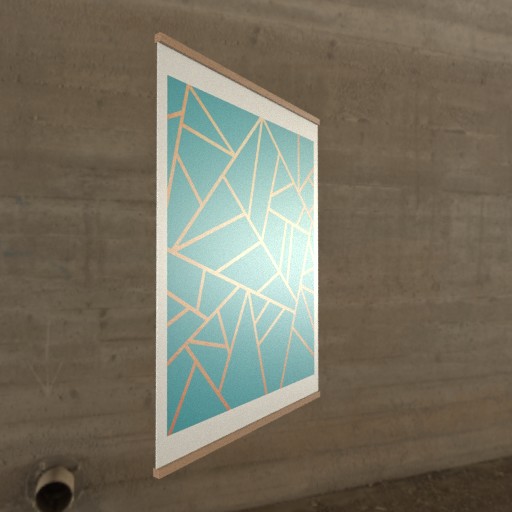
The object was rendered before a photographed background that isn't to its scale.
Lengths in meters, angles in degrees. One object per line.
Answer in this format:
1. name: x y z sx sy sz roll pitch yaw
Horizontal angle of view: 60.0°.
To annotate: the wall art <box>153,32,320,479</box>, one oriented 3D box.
1. wall art: 0.000 0.000 0.792 0.012 0.608 0.459 -1 -1 36
